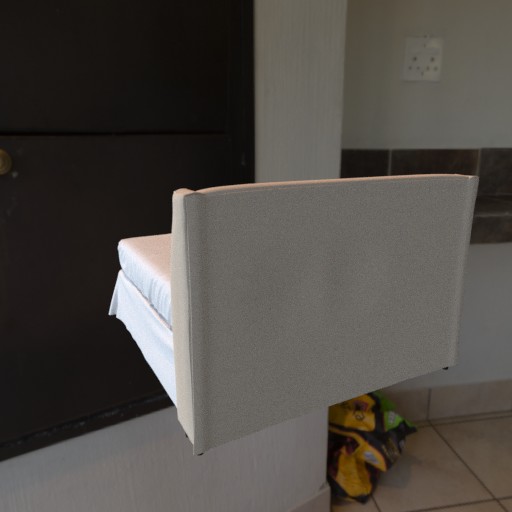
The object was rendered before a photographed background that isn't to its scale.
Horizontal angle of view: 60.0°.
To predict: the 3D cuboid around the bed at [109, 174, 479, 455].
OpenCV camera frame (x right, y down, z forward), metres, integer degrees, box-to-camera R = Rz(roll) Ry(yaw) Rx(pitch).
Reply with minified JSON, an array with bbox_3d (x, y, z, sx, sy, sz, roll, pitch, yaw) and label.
[{"bbox_3d":[0.000,0.000,3.386,1.925,1.332,2.276,-8,17,-27],"label":"bed"}]
